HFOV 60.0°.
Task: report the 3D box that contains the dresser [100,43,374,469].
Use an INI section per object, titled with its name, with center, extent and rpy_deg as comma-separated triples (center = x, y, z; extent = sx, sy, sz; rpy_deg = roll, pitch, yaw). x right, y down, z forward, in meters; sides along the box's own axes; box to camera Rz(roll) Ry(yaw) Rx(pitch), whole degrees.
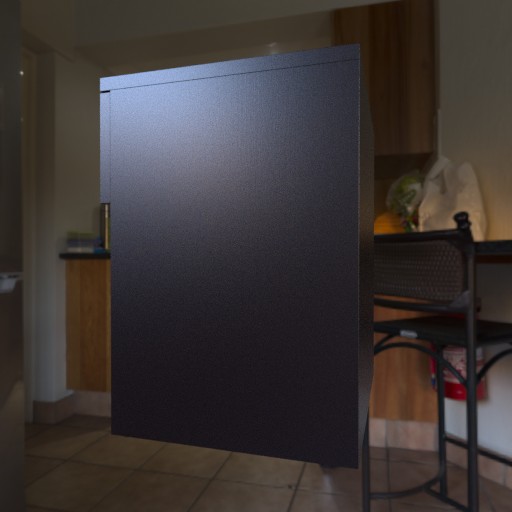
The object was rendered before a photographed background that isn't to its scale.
[dresser]
center = 0.000, 0.000, 0.730
extent = 0.360, 0.470, 0.400
rpy_deg = 0, 1, 17
